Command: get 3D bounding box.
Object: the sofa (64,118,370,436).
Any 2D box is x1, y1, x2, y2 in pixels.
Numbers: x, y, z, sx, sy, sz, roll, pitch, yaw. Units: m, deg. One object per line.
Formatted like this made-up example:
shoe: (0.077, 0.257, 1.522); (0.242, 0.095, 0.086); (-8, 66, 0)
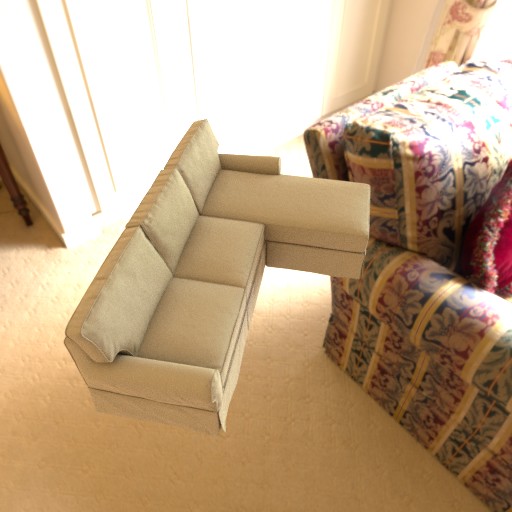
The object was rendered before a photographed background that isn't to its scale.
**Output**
sofa: (0.000, 0.000, 3.382); (1.733, 0.978, 2.475); (8, 45, 8)
